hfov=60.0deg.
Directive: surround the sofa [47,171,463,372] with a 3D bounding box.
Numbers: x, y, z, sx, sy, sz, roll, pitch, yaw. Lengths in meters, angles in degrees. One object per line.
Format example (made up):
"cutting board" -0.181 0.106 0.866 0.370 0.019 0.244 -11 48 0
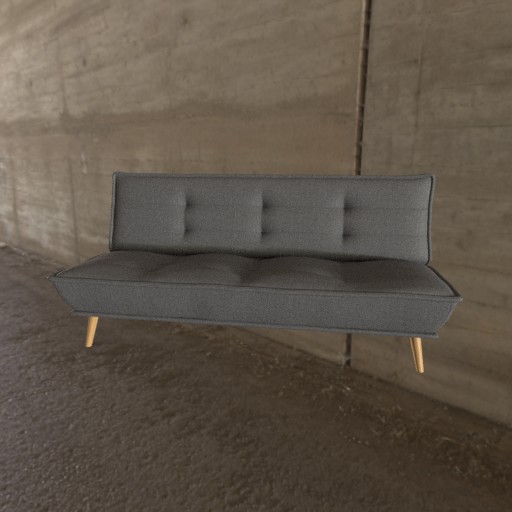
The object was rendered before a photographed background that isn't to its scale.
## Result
"sofa" 0.000 0.000 2.454 1.940 0.890 0.950 2 13 9
